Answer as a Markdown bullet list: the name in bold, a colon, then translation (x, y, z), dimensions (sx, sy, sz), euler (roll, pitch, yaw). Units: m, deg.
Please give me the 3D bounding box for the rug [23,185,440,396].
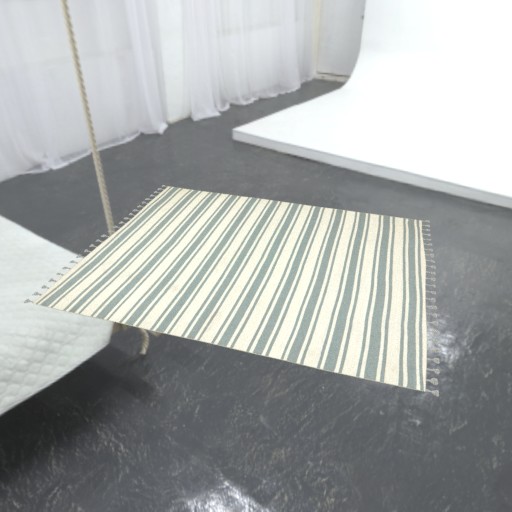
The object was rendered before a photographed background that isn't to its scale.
- **rug**: translation (0.000, 0.000, 4.150), dimensions (3.201, 0.005, 2.439), euler (10, 34, 14)
